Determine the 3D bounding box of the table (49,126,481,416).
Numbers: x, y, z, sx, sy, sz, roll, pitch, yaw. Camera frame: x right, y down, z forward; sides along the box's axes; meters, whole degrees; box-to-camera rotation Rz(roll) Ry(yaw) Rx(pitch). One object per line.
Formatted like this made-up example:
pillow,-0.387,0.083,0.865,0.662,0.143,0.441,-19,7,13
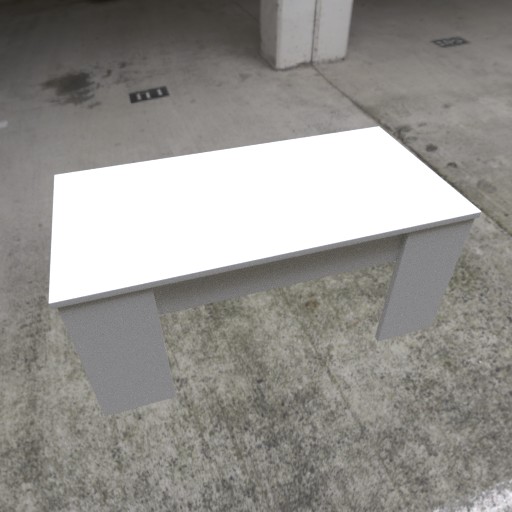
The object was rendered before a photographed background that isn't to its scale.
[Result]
table,0.000,0.000,1.293,1.000,0.440,0.500,-12,43,-13
